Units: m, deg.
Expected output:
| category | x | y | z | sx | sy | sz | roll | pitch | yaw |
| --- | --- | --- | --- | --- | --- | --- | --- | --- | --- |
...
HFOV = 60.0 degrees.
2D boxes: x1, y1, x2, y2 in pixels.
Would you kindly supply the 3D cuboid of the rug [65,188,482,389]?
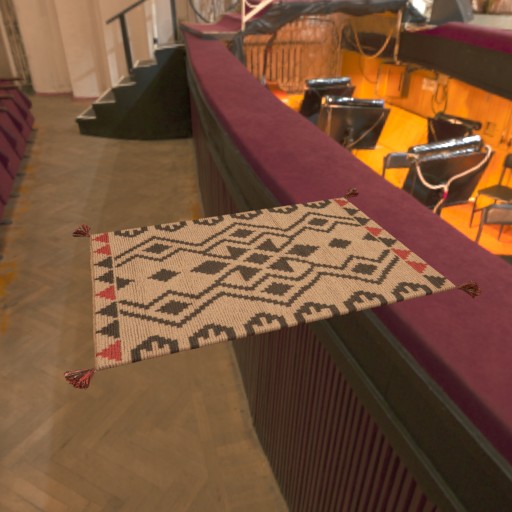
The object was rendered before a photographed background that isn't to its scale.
| category | x | y | z | sx | sy | sz | roll | pitch | yaw |
| --- | --- | --- | --- | --- | --- | --- | --- | --- | --- |
| rug | 0.000 | 0.000 | 2.579 | 2.069 | 0.067 | 1.444 | -10 | 33 | -16 |
